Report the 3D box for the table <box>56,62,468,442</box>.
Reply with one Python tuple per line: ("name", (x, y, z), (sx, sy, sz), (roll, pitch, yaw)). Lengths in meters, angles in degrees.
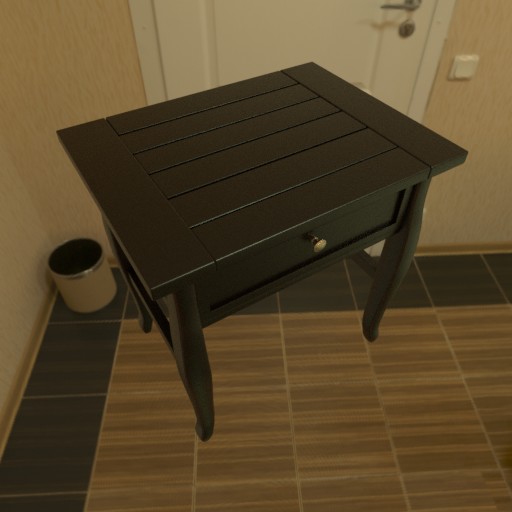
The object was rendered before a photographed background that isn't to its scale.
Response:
("table", (0.000, 0.000, 1.023), (0.602, 0.604, 0.460), (-24, 50, -22))
